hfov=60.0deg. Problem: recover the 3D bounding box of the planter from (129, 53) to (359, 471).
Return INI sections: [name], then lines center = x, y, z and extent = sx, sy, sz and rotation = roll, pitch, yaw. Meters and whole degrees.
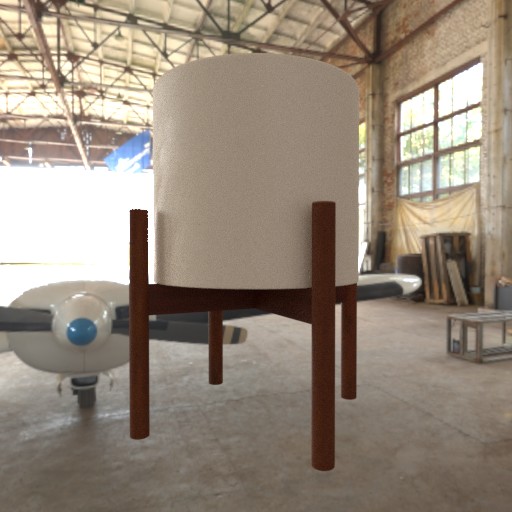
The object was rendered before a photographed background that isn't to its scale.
[planter]
center = 0.000, 0.000, 0.496
extent = 0.224, 0.358, 0.224
rotation = 0, 1, 19
